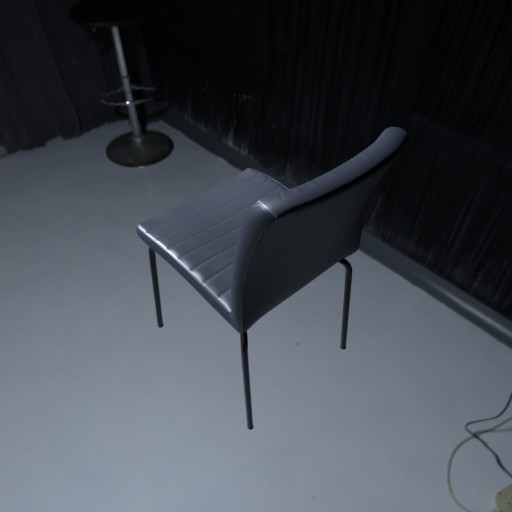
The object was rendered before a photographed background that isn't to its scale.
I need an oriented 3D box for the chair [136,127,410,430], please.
[{"bbox_3d":[0.000,0.000,1.225,0.450,0.872,0.572,-32,55,-27],"label":"chair"}]
